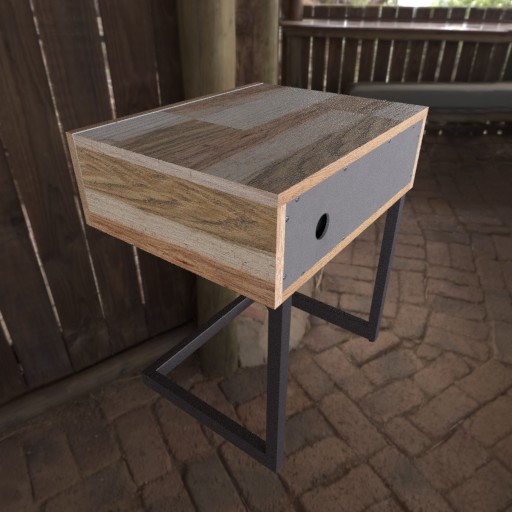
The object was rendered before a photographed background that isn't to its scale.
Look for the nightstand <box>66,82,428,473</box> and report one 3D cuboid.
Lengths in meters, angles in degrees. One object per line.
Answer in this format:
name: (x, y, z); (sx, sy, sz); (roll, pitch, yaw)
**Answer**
nightstand: (0.000, 0.000, 1.019); (0.481, 0.632, 0.558); (21, 38, 30)
